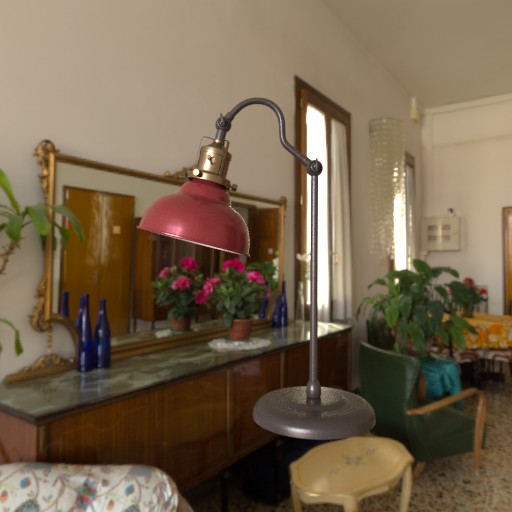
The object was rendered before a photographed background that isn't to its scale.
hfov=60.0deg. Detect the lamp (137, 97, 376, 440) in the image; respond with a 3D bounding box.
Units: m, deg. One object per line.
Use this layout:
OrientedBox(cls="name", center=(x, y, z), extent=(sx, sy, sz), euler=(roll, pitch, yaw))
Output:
OrientedBox(cls="lamp", center=(0.000, 0.000, 0.707), extent=(0.374, 0.508, 0.192), euler=(0, -1, -1))
